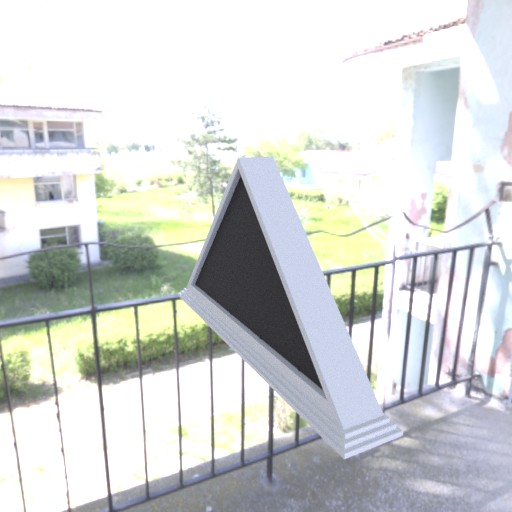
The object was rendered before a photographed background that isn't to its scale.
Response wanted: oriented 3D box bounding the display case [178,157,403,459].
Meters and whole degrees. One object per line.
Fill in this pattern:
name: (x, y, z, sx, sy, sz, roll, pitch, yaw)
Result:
display case: (0.000, 0.000, 0.781, 0.095, 0.340, 0.640, -8, 17, -26)
